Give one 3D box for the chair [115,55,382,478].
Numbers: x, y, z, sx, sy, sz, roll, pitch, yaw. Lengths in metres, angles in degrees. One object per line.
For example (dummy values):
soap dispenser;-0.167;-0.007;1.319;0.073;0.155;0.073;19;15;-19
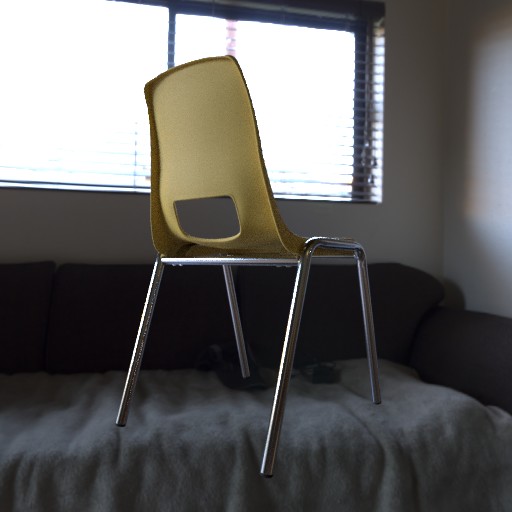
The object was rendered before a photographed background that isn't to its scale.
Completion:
chair;0.000;0.000;0.918;0.381;0.653;0.436;0;0;36
